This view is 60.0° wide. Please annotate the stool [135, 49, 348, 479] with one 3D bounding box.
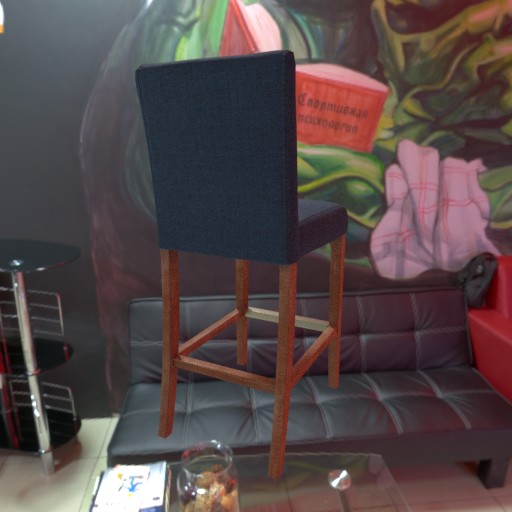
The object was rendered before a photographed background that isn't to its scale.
[{"bbox_3d":[0.000,0.000,1.402,0.454,1.088,0.574,7,16,26],"label":"stool"}]
